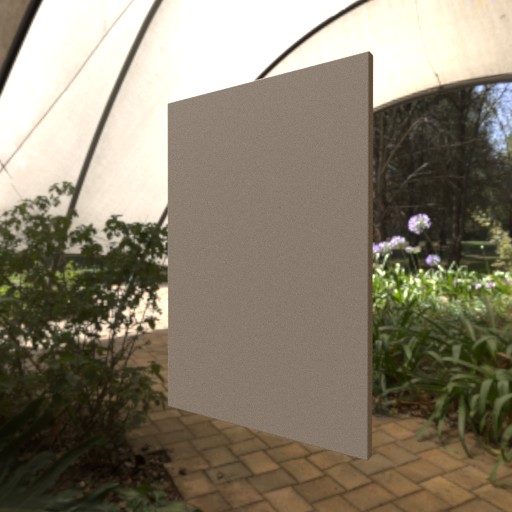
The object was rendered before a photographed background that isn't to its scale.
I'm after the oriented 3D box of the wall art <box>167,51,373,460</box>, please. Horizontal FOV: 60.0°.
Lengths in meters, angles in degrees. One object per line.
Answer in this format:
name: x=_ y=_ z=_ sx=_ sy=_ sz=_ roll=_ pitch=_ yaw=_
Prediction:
wall art: x=0.000 y=0.000 z=1.043 sx=0.556 sy=0.813 sz=0.026 roll=0 pitch=1 yaw=34
